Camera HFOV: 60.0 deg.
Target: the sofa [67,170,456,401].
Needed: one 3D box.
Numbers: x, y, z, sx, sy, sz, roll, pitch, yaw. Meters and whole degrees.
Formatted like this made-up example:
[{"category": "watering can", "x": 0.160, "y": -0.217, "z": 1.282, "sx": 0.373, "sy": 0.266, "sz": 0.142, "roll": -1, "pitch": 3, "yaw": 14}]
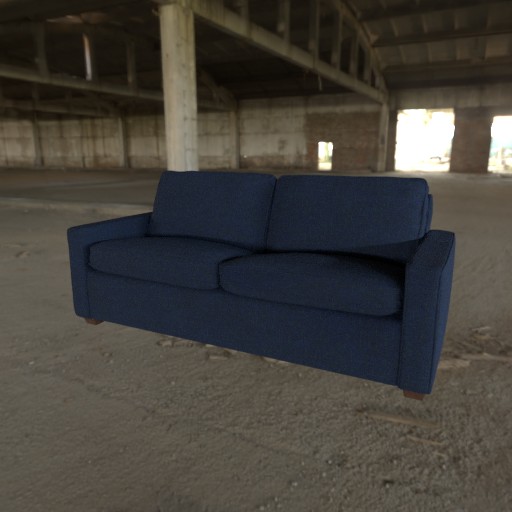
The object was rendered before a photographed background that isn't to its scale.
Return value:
[{"category": "sofa", "x": 0.000, "y": 0.000, "z": 2.562, "sx": 2.080, "sy": 0.919, "sz": 0.940, "roll": 7, "pitch": 15, "yaw": 26}]
